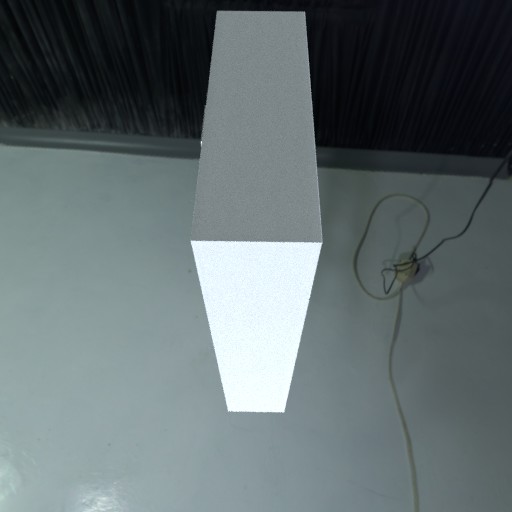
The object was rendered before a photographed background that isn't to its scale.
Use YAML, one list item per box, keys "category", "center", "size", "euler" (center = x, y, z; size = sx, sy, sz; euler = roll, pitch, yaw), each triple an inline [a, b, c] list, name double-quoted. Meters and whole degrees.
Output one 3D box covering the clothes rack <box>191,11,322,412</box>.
- category: "clothes rack"
  center: [0.000, 0.000, 1.534]
  size: [0.250, 1.280, 0.750]
  euler: [1, 58, 1]
